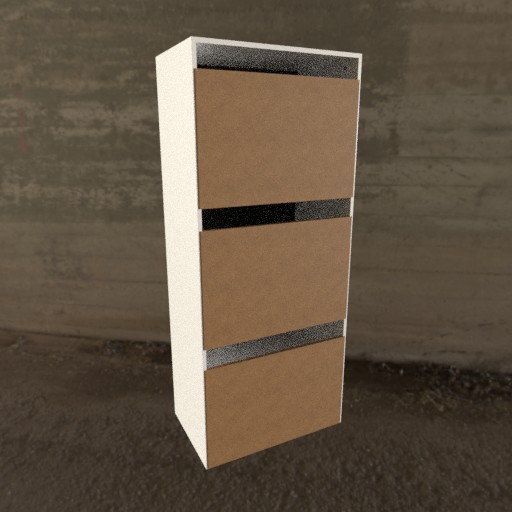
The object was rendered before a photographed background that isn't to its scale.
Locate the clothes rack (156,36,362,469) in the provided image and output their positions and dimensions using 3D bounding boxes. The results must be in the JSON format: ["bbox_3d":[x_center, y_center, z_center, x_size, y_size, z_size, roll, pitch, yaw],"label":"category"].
[{"bbox_3d":[0.000,0.000,1.423,0.500,1.187,0.330,-8,17,-26],"label":"clothes rack"}]
